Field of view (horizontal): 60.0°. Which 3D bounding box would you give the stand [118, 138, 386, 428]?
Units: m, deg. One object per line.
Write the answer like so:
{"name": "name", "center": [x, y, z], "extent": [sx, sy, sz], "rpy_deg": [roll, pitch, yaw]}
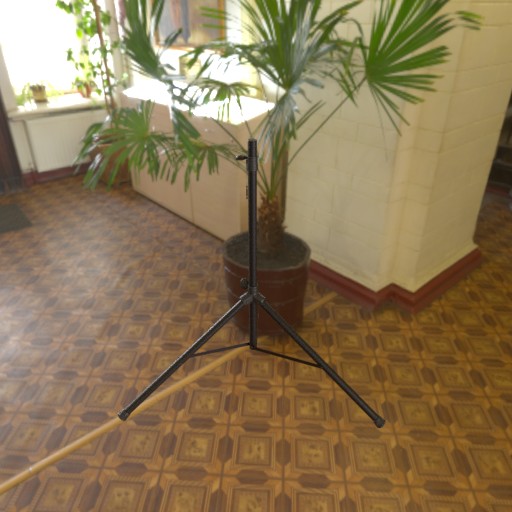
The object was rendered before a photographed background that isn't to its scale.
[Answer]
{"name": "stand", "center": [0.000, 0.000, 2.807], "extent": [1.596, 1.595, 1.339], "rpy_deg": [2, 30, 3]}
